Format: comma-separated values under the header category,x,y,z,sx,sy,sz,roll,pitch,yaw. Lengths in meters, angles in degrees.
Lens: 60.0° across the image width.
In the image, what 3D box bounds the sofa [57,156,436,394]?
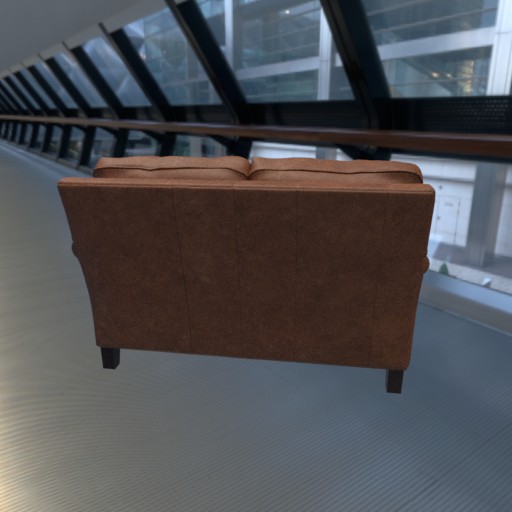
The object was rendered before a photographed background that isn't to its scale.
category,x,y,z,sx,sy,sz,roll,pitch,yaw
sofa,0.000,0.000,2.230,1.527,1.004,1.077,3,17,8
